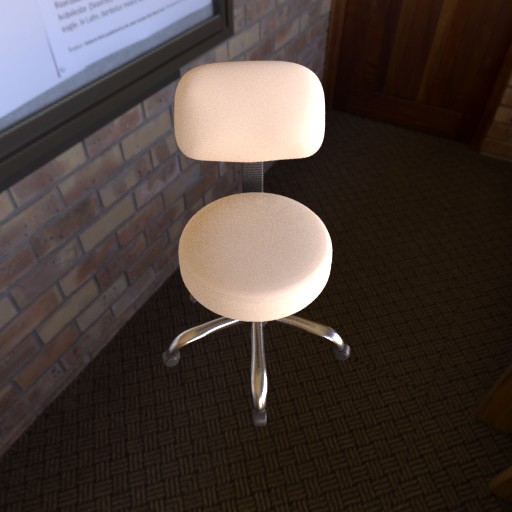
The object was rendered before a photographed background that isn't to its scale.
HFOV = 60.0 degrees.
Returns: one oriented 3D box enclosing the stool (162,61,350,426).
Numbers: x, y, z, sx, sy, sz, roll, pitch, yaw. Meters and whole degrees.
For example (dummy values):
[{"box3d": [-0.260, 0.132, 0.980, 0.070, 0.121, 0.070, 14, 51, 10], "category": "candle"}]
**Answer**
[{"box3d": [0.000, 0.000, 1.208, 0.609, 0.810, 0.616, -1, 46, -1], "category": "stool"}]
